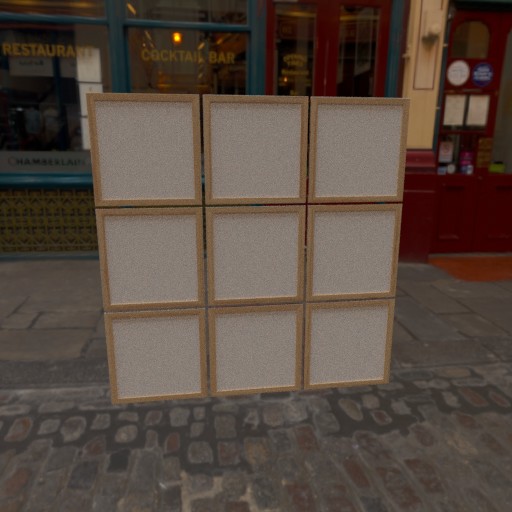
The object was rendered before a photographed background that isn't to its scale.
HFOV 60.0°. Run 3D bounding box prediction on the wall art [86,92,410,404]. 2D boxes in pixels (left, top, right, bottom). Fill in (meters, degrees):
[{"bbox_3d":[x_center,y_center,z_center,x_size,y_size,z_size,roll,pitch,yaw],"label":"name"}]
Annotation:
[{"bbox_3d":[0.000,0.000,1.780,1.206,1.218,0.013,-2,13,-8],"label":"wall art"}]
